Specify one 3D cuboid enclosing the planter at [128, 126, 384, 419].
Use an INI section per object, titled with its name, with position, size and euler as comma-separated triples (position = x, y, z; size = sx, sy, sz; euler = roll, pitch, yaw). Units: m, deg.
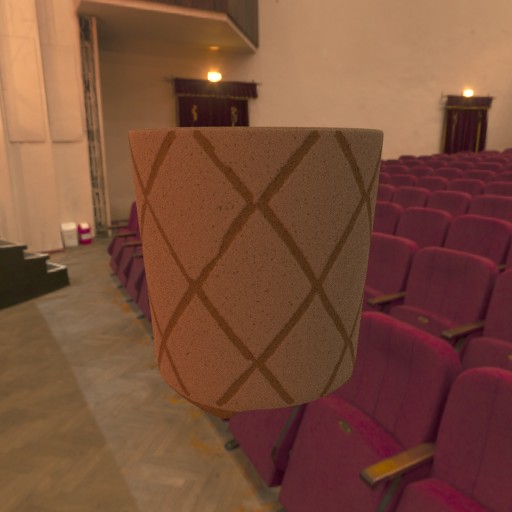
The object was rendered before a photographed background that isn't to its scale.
[planter]
position = 0.000, 0.000, 0.367
size = 0.191, 0.199, 0.191
euler = 0, 14, 0
